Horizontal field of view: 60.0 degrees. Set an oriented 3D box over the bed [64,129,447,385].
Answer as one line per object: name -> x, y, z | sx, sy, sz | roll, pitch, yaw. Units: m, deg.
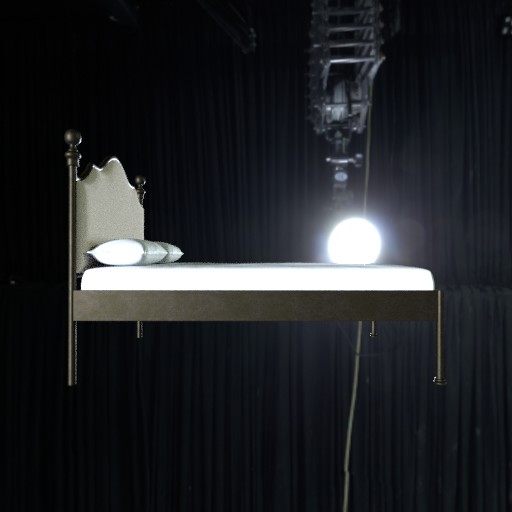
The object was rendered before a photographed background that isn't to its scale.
bed -> 0.000, 0.000, 3.246 | 2.170, 1.462, 1.533 | 0, 0, 0
